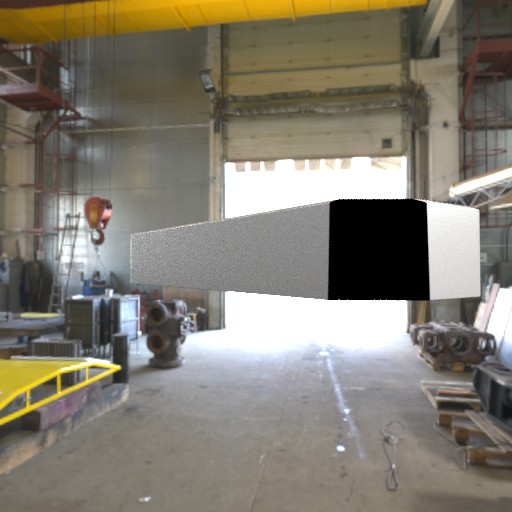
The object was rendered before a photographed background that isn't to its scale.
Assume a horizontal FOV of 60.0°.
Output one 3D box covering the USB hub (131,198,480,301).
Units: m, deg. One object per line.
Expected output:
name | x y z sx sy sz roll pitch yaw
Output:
USB hub | 0.000 0.000 0.161 0.044 0.023 0.145 1 -2 -35
